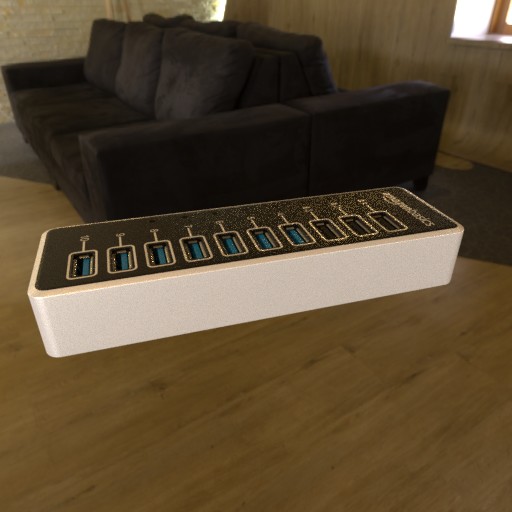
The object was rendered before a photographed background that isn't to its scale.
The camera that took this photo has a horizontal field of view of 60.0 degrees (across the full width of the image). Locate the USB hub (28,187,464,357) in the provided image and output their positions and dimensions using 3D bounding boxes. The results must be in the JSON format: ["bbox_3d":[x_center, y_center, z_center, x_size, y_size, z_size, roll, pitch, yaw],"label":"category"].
[{"bbox_3d":[0.000,0.000,0.163,0.145,0.023,0.044,-9,32,-14],"label":"USB hub"}]
